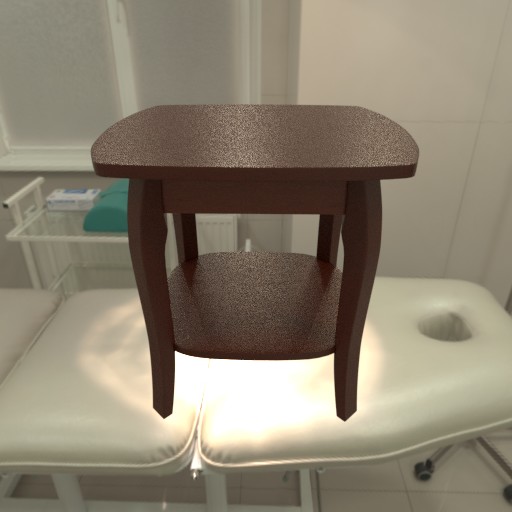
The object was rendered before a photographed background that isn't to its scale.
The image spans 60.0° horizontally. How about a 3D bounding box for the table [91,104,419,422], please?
[{"bbox_3d":[0.000,0.000,0.870,0.502,0.496,0.433,1,29,1],"label":"table"}]
